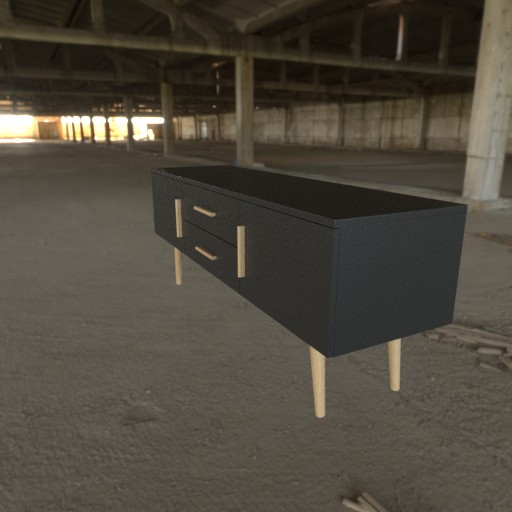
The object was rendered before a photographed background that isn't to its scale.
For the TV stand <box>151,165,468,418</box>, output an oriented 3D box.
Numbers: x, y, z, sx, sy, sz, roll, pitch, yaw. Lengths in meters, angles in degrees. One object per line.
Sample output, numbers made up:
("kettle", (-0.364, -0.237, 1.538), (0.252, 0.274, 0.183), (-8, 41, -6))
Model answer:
("TV stand", (0.000, 0.000, 1.537), (0.390, 0.518, 1.312), (-8, 18, -27))
